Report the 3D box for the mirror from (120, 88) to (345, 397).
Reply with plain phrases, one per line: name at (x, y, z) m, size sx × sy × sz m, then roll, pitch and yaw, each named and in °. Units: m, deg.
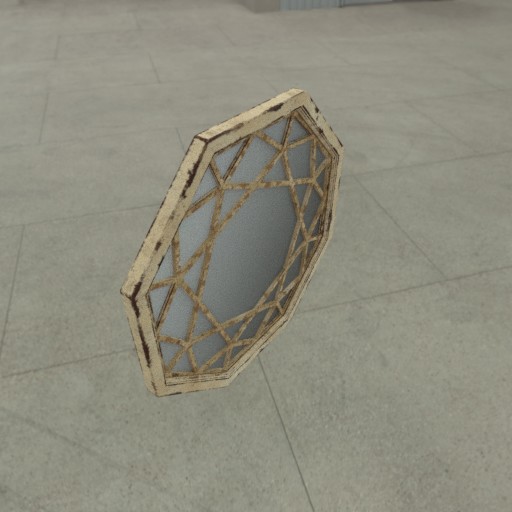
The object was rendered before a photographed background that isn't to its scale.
mirror at (0.000, 0.000, 0.966) m, size 0.031 × 0.648 × 0.648 m, roll 27°, pitch 47°, yaw 28°
